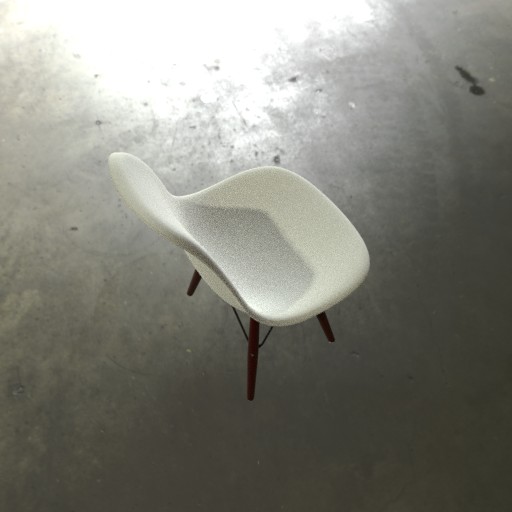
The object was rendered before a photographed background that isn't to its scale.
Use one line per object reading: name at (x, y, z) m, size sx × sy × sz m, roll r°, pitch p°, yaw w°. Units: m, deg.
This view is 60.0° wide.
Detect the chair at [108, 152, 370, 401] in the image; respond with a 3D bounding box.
chair at (0.000, 0.000, 1.150) m, size 0.533 × 0.826 × 0.470 m, roll -28°, pitch 62°, yaw -17°
